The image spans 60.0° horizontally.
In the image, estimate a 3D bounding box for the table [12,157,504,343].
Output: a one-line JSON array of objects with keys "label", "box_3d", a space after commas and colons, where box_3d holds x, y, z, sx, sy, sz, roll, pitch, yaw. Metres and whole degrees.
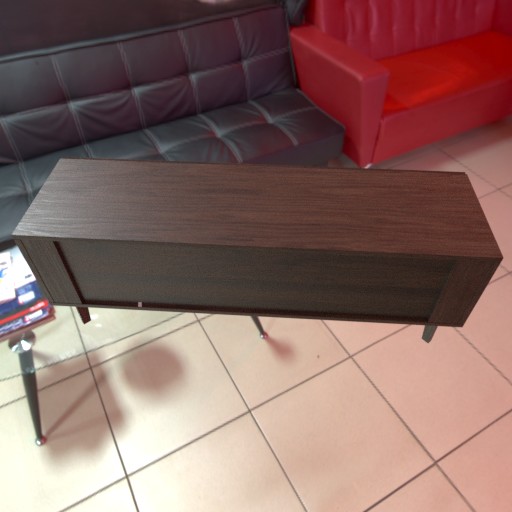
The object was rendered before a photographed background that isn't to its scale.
[{"label": "table", "box_3d": [0.000, 0.000, 1.577, 1.397, 0.508, 0.405, 3, 47, 3]}]
